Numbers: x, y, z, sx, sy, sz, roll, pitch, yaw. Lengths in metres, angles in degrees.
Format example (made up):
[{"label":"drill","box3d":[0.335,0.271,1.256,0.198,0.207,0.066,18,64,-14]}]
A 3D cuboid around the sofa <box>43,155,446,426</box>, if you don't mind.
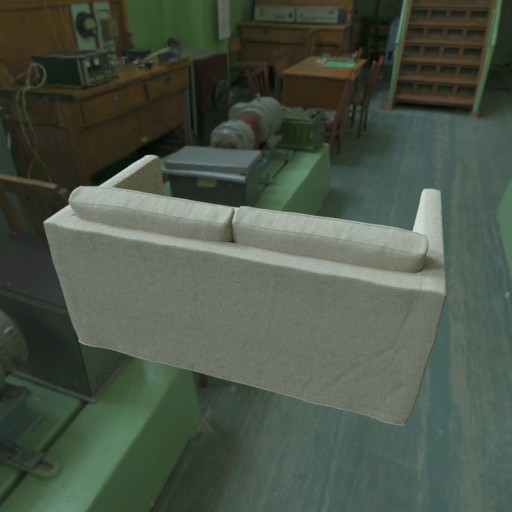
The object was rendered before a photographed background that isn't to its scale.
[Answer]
[{"label":"sofa","box3d":[0.000,0.000,2.263,1.719,0.835,0.962,10,34,15]}]
